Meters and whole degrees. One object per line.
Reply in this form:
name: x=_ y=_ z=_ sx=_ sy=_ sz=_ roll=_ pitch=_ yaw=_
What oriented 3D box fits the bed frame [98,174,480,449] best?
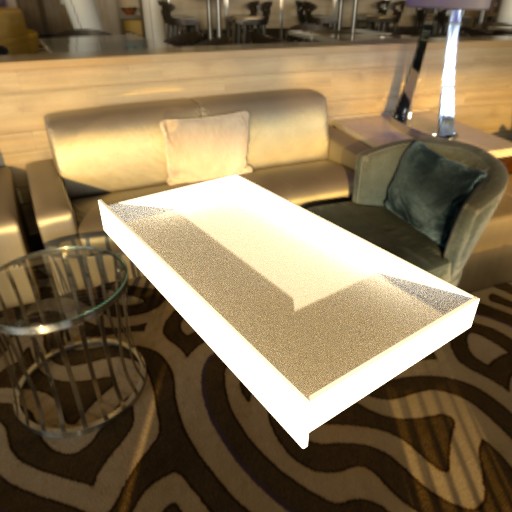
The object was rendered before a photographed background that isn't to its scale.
bed frame: x=0.000 y=0.000 z=1.567 sx=0.670 sy=0.141 sz=1.300 roll=-20 pitch=36 yaw=-30
